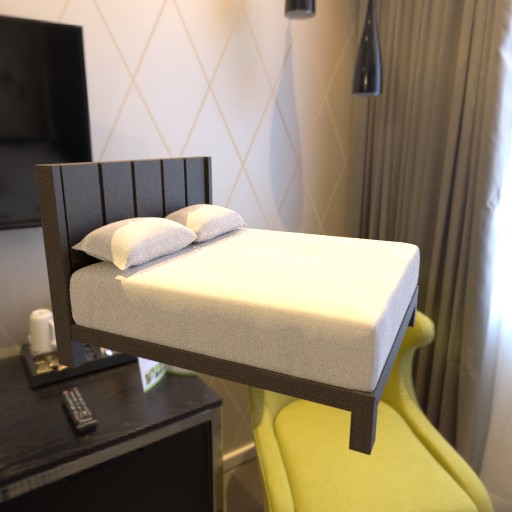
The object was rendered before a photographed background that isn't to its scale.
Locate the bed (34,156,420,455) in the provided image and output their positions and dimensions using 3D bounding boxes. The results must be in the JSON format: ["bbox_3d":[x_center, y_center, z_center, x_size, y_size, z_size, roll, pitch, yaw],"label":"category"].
[{"bbox_3d":[0.000,0.000,3.042,1.992,1.261,1.735,7,16,25],"label":"bed"}]
